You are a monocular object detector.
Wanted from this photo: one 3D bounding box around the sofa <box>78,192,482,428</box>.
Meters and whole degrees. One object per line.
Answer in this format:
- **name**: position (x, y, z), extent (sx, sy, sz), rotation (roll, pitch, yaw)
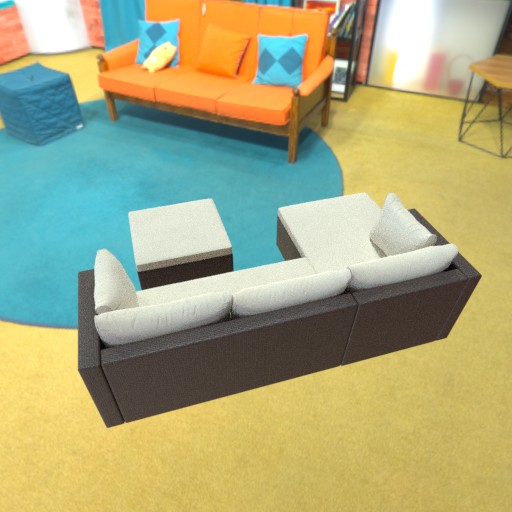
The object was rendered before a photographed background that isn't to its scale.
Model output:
- **sofa**: position (0.000, 0.000, 3.005), extent (2.192, 0.766, 1.612), rotation (-11, 42, -13)
